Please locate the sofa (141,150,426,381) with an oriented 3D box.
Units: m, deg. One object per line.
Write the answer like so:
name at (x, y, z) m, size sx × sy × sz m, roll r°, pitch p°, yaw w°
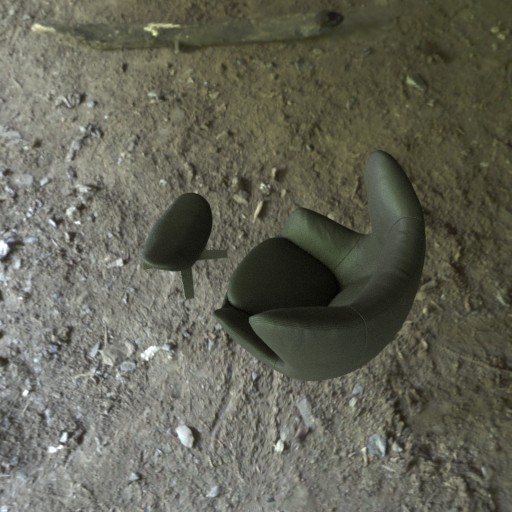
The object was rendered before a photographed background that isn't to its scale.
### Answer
sofa at (0.000, 0.000, 2.143) m, size 1.444 × 1.135 × 0.894 m, roll 31°, pitch 66°, yaw 16°
